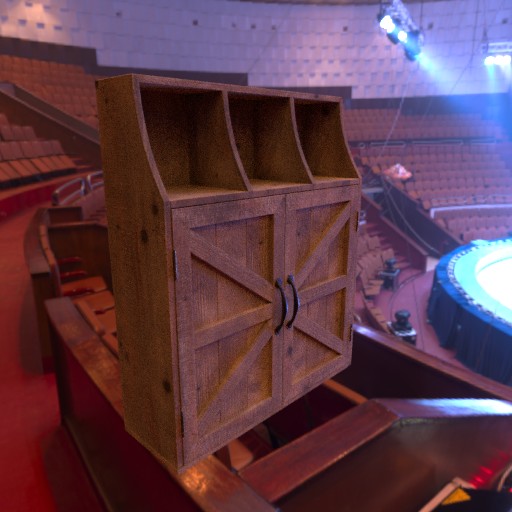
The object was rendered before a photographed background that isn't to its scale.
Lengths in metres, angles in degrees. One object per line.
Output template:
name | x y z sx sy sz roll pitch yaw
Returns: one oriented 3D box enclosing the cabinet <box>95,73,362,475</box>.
cabinet | 0.000 0.000 0.831 0.184 0.590 0.489 14 20 43
